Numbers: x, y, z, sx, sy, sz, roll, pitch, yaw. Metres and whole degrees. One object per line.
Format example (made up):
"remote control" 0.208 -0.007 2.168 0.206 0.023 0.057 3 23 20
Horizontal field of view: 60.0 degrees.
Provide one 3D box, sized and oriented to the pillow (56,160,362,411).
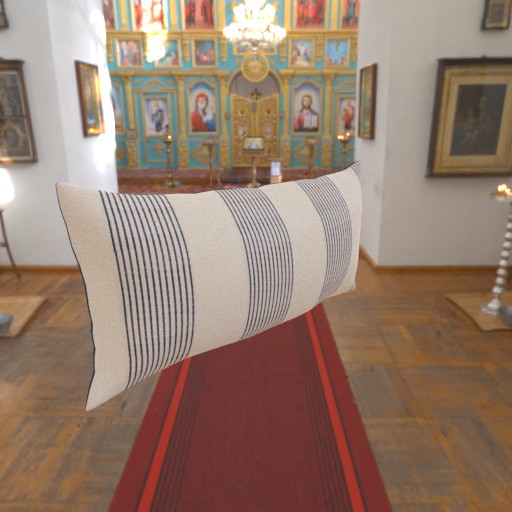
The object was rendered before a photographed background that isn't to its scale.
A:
"pillow" 0.000 0.000 0.728 0.610 0.287 0.151 -15 22 -43
